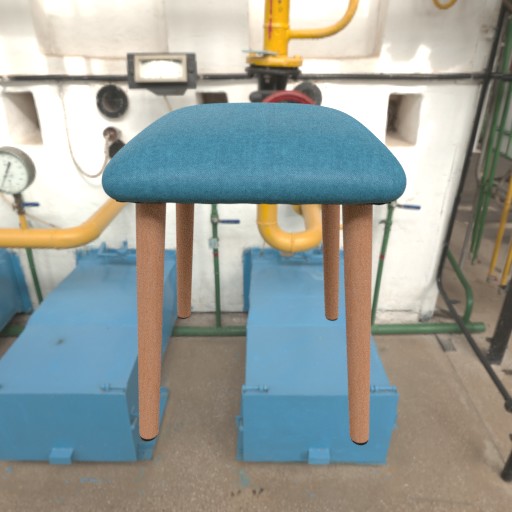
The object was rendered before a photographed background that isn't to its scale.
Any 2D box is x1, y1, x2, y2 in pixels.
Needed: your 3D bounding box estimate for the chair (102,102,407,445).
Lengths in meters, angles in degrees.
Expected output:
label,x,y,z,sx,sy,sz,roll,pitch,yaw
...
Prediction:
label,x,y,z,sx,sy,sz,roll,pitch,yaw
chair,0.000,0.000,0.709,0.360,0.450,0.360,1,27,1
